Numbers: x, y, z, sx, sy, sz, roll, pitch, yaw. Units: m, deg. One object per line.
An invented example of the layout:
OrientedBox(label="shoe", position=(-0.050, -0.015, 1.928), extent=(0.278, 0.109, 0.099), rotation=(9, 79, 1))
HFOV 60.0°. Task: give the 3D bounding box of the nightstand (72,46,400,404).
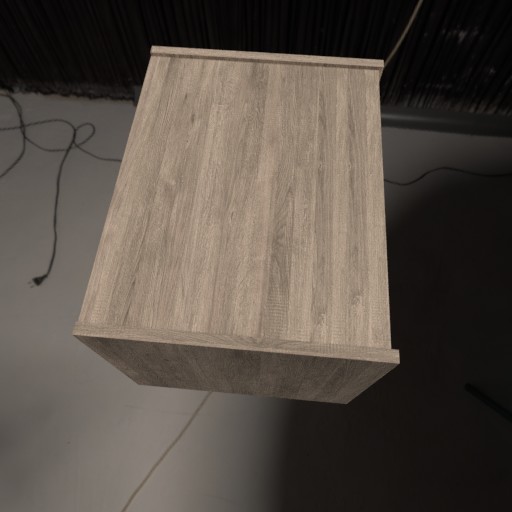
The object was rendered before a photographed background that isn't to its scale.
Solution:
OrientedBox(label="nightstand", position=(0.000, 0.000, 0.829), extent=(0.380, 0.500, 0.480), rotation=(5, 64, 2))
